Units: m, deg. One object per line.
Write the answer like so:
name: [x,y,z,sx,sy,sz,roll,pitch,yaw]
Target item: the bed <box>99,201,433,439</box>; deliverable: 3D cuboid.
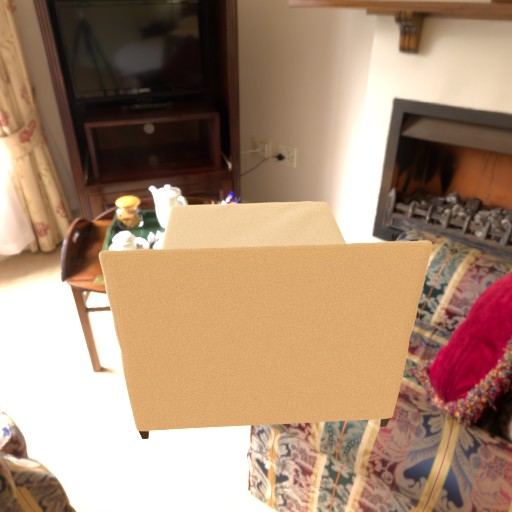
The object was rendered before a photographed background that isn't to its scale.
bed: [0.000,0.000,3.499,1.696,1.426,2.233,-2,32,-3]
